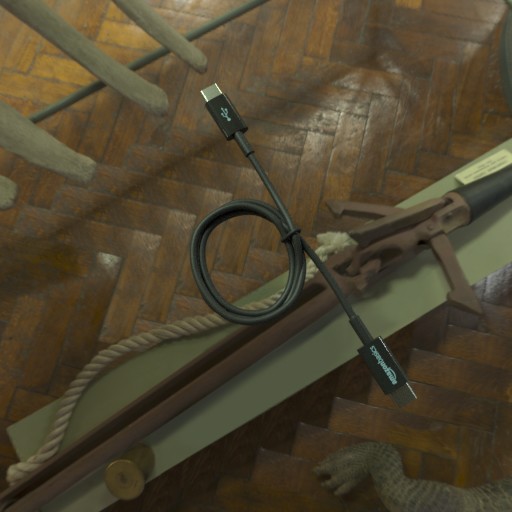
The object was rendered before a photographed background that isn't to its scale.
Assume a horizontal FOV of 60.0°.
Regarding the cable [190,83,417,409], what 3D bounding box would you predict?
[{"bbox_3d":[0.000,0.000,0.232,0.070,0.014,0.203,-30,78,-7],"label":"cable"}]
